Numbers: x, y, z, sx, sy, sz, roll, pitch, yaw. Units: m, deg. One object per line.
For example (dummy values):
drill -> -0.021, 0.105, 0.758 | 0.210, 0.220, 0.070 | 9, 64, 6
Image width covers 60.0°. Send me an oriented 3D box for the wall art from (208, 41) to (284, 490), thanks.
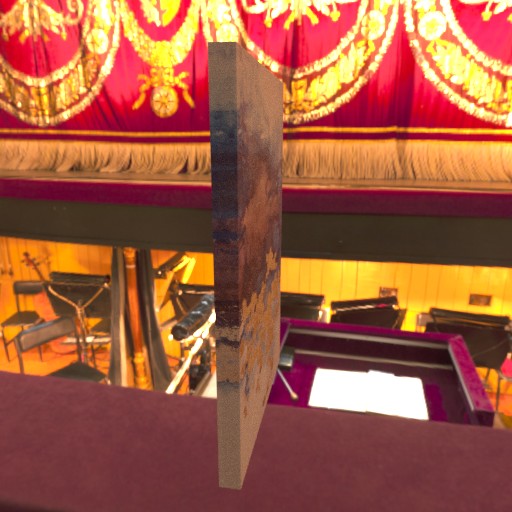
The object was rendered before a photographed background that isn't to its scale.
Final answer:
wall art -> 0.000, 0.000, 1.110 | 0.048, 0.874, 0.583 | 3, 15, 11
